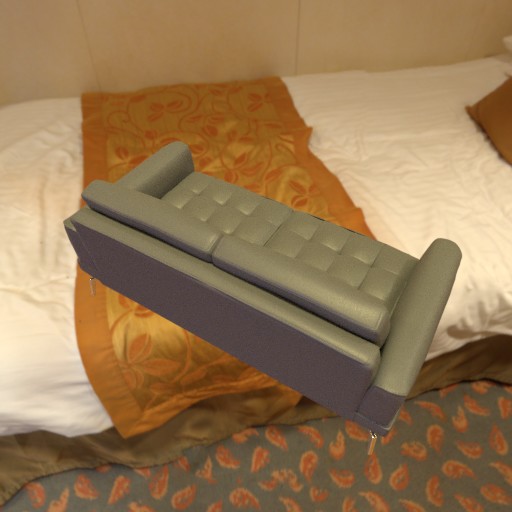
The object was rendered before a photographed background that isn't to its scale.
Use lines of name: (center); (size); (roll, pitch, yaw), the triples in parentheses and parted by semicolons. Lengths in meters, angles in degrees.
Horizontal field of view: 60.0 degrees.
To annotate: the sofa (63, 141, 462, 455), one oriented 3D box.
sofa: (0.000, 0.000, 2.696); (2.177, 0.930, 1.121); (24, 51, 21)
